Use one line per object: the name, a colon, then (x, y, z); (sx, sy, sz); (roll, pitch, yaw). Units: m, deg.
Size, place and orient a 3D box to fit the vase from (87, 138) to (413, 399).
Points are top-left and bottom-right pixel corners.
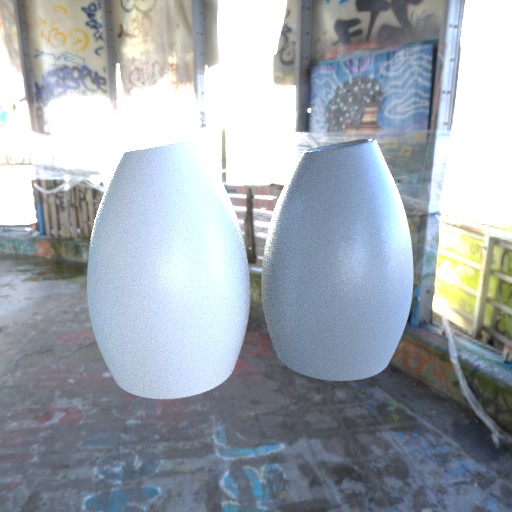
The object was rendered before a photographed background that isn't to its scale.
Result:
vase: (0.000, 0.000, 0.256); (0.187, 0.131, 0.089); (-3, 15, -10)
